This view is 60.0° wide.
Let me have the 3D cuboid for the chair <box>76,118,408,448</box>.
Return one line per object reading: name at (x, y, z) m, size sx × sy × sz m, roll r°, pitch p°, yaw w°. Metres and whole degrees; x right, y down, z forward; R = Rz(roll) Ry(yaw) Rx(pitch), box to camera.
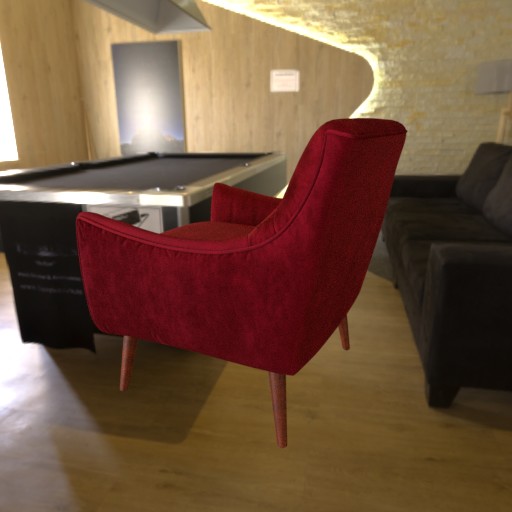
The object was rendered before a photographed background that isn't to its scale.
chair at (0.000, 0.000, 1.413) m, size 0.787 × 0.838 × 0.762 m, roll 9°, pitch 19°, yaw 26°
